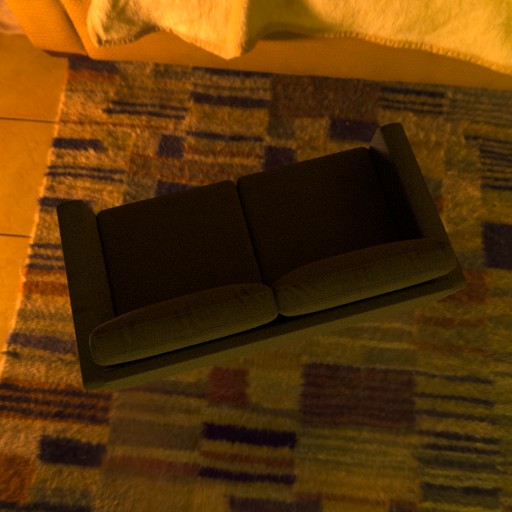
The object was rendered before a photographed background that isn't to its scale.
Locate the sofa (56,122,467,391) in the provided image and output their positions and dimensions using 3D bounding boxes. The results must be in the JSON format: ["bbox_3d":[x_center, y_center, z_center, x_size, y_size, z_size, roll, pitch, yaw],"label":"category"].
[{"bbox_3d":[0.000,0.000,2.229,1.730,0.897,0.889,-14,74,-4],"label":"sofa"}]
